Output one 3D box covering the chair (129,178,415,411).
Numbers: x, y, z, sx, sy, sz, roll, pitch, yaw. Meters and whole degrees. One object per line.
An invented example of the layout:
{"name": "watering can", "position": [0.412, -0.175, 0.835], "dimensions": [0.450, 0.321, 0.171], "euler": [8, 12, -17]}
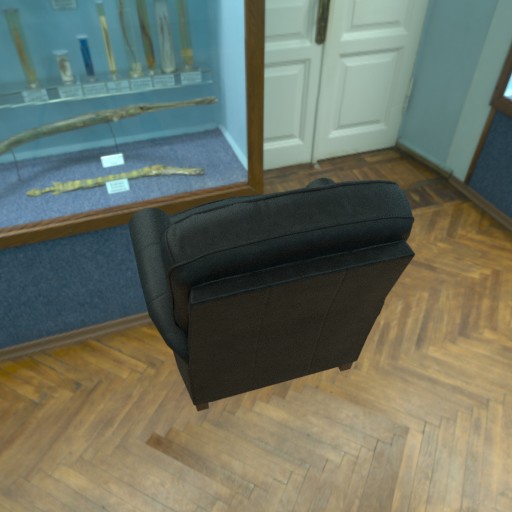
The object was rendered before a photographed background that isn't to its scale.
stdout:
{"name": "chair", "position": [0.000, 0.000, 1.787], "dimensions": [0.936, 1.018, 0.986], "euler": [-12, 43, -13]}
